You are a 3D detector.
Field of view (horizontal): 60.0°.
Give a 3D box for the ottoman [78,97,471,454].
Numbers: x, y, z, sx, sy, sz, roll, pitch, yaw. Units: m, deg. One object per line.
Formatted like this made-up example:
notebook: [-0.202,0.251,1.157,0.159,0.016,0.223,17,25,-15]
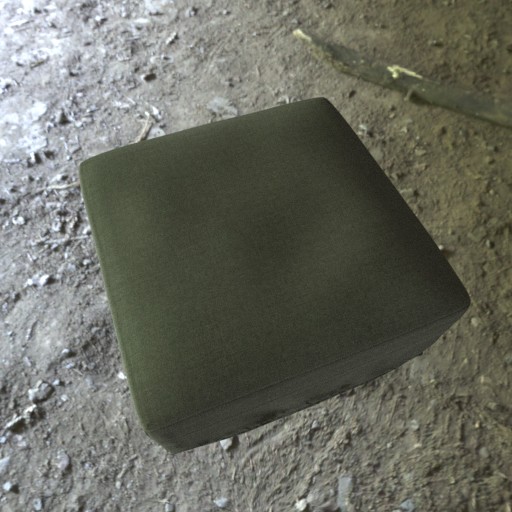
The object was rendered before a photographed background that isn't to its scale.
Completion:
ottoman: [0.000,0.000,1.321,0.840,0.436,0.843,-18,60,-11]
